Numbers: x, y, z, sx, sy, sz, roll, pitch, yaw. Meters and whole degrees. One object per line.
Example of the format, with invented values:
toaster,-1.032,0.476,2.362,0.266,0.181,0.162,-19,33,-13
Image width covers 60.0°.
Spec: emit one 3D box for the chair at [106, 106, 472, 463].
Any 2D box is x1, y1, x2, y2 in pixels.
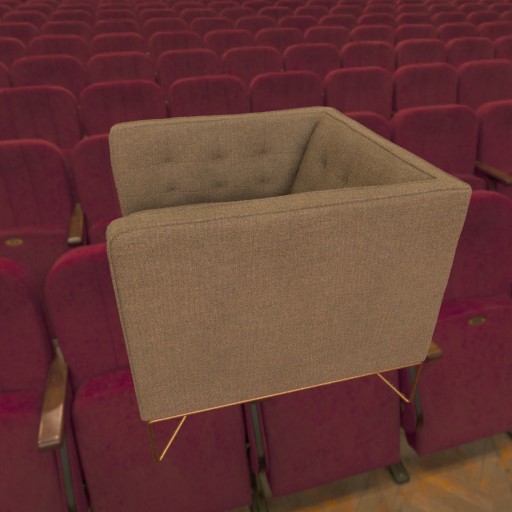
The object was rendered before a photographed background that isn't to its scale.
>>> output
chair,0.000,0.000,1.578,0.912,0.799,0.920,-8,32,-13
